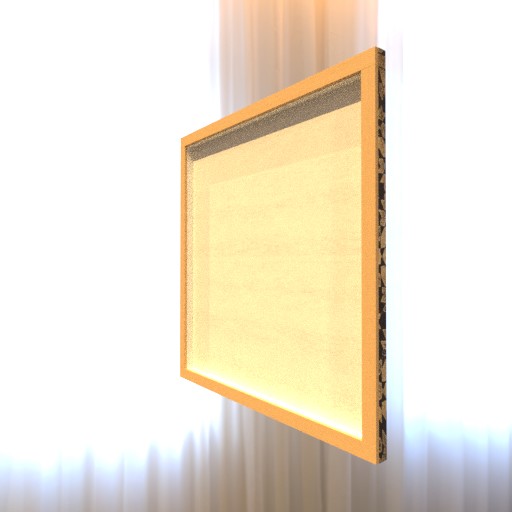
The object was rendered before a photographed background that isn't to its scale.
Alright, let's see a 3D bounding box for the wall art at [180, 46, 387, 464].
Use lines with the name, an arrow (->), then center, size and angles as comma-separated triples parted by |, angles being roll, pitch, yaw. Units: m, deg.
wall art -> 0.000, 0.000, 1.339 | 0.038, 0.914, 0.914 | 0, -1, -37
